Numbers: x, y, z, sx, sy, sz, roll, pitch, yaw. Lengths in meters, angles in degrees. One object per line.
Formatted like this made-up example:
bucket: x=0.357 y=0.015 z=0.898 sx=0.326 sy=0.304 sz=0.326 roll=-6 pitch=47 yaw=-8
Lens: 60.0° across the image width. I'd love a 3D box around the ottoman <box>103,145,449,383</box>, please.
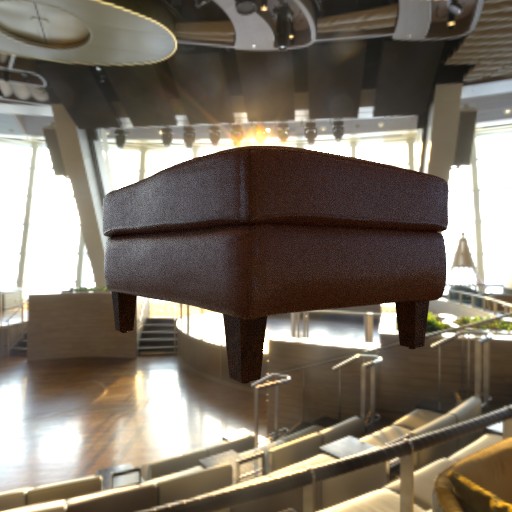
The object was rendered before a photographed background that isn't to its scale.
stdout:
ottoman: x=0.000 y=0.000 z=1.282 sx=0.650 sy=0.485 sz=0.851 roll=0 pitch=0 yaw=-36
